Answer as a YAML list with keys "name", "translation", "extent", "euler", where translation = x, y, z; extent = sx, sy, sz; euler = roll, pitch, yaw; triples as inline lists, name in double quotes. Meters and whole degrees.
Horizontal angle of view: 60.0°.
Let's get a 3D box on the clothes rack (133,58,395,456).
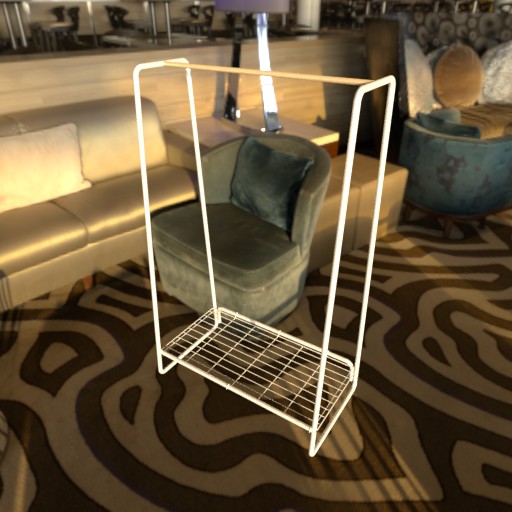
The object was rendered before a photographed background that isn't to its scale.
- name: "clothes rack"
  translation: [0.000, 0.000, 1.914]
  extent: [0.900, 1.500, 0.495]
  euler: [18, 35, 29]
